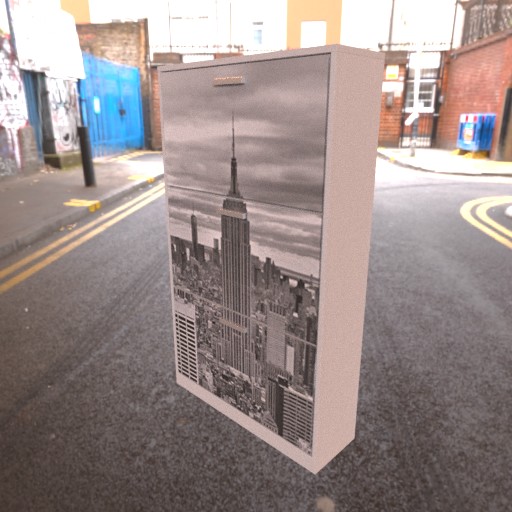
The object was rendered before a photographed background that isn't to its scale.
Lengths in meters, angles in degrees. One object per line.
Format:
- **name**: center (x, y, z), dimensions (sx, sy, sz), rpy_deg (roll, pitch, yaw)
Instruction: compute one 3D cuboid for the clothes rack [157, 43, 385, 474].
- **clothes rack**: center (0.000, 0.000, 1.576), dimensions (0.750, 1.280, 0.250), rpy_deg (16, 24, 41)
